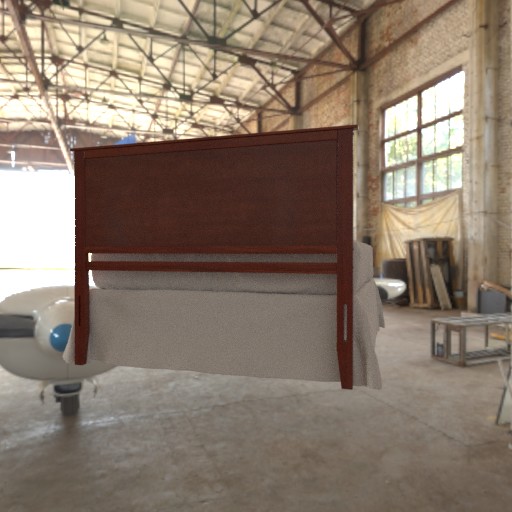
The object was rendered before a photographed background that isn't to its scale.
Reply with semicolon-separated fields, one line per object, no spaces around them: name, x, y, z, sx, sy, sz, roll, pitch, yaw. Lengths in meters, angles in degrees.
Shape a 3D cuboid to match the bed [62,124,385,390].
bed;0.000;0.000;3.321;1.870;1.270;2.050;0;0;17
